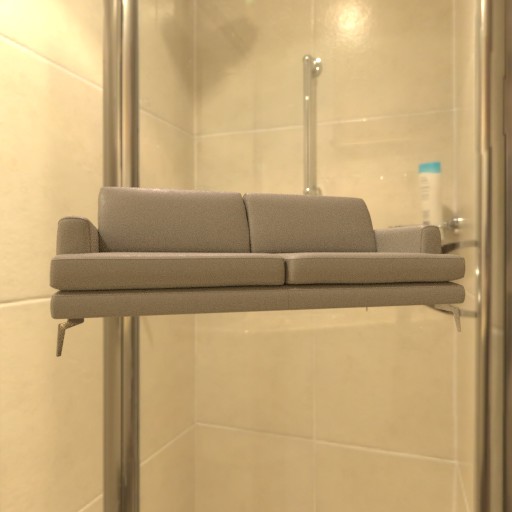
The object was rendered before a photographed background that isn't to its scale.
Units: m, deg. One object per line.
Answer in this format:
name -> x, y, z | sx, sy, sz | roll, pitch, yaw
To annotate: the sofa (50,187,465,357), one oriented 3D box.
sofa -> 0.000, 0.000, 2.405 | 1.940, 0.765, 0.974 | 0, 0, -17
